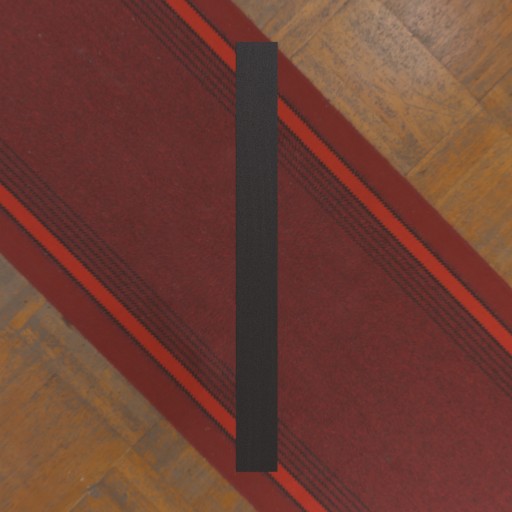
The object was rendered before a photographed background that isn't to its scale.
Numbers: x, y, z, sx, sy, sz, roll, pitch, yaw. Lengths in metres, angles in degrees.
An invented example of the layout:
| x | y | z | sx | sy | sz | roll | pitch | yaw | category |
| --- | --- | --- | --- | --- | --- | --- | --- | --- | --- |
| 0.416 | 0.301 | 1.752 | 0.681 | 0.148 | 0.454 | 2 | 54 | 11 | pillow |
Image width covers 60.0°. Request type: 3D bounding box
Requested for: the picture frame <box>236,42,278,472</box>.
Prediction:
| x | y | z | sx | sy | sz | roll | pitch | yaw | category |
| --- | --- | --- | --- | --- | --- | --- | --- | --- | --- |
| 0.000 | 0.000 | 0.744 | 0.044 | 0.555 | 0.452 | 0 | 90 | 0 | picture frame |
